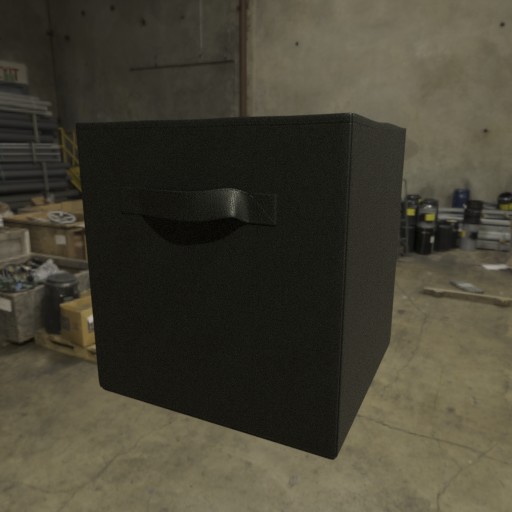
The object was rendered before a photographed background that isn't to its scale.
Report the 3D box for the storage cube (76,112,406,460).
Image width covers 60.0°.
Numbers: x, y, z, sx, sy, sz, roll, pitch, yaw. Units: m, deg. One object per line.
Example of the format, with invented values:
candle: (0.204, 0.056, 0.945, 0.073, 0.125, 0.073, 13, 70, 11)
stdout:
storage cube: (0.000, 0.000, 0.494, 0.270, 0.280, 0.270, 7, 15, 25)
